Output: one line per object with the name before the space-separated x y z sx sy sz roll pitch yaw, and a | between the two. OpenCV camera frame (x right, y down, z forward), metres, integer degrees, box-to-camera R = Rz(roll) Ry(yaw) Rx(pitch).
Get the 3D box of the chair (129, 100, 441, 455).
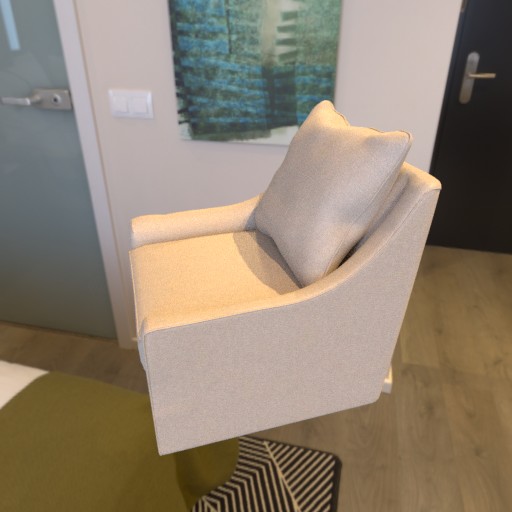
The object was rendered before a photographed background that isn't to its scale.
chair | 0.000 0.000 1.576 0.876 0.942 0.760 -8 30 -15
